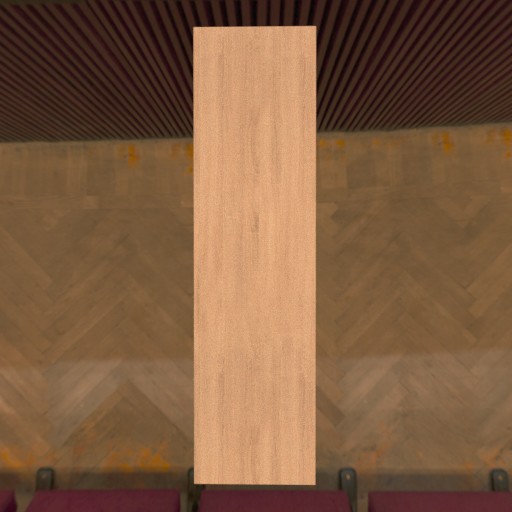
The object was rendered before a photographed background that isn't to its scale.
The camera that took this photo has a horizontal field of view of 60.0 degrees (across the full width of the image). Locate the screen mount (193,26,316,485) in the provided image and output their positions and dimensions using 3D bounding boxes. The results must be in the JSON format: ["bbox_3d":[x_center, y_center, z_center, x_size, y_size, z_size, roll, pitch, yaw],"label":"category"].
[{"bbox_3d":[0.000,0.000,1.707,0.400,0.510,1.500,0,91,1],"label":"screen mount"}]
